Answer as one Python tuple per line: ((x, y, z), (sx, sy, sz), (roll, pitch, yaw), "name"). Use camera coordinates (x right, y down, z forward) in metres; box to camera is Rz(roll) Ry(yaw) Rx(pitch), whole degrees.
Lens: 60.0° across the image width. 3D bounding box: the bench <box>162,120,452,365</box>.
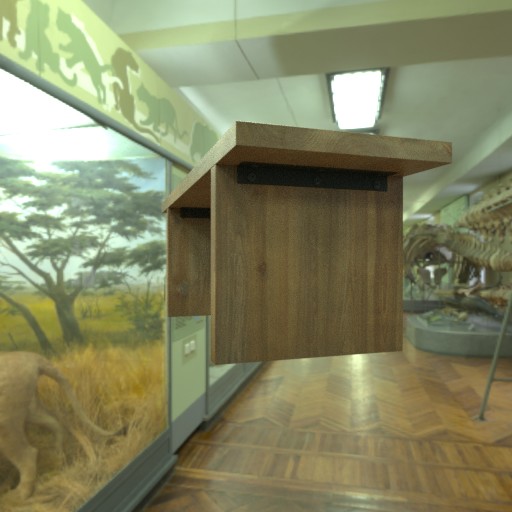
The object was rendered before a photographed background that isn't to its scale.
((0.000, 0.000, 1.396), (0.458, 0.458, 1.183), (0, 0, -18), "bench")
